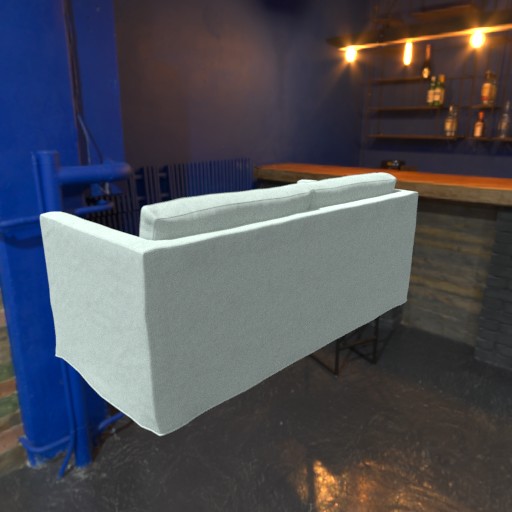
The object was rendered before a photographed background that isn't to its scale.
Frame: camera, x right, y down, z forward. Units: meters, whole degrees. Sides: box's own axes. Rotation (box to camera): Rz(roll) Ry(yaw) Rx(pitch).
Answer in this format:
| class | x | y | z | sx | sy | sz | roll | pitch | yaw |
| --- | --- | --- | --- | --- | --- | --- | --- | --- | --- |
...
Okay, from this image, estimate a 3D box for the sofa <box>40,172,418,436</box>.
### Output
| class | x | y | z | sx | sy | sz | roll | pitch | yaw |
| --- | --- | --- | --- | --- | --- | --- | --- | --- | --- |
| sofa | 0.000 | 0.000 | 2.489 | 1.987 | 0.870 | 0.940 | -16 | 22 | -42 |
